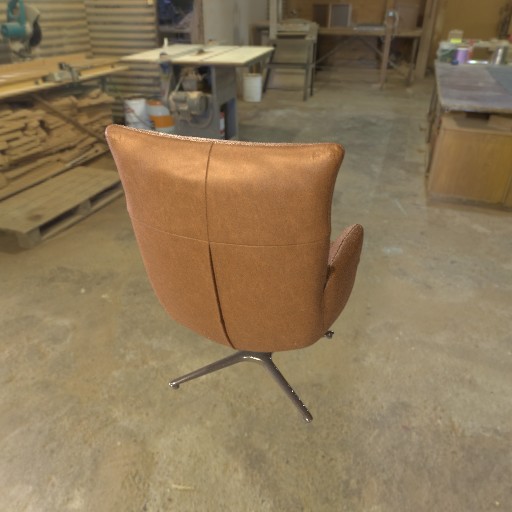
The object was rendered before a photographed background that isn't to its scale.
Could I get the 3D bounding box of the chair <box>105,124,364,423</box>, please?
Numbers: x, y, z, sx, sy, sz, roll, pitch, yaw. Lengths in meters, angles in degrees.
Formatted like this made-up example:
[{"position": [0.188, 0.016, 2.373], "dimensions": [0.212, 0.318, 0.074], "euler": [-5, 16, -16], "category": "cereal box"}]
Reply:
[{"position": [0.000, 0.000, 1.575], "dimensions": [0.711, 1.027, 0.794], "euler": [9, 31, 15], "category": "chair"}]
